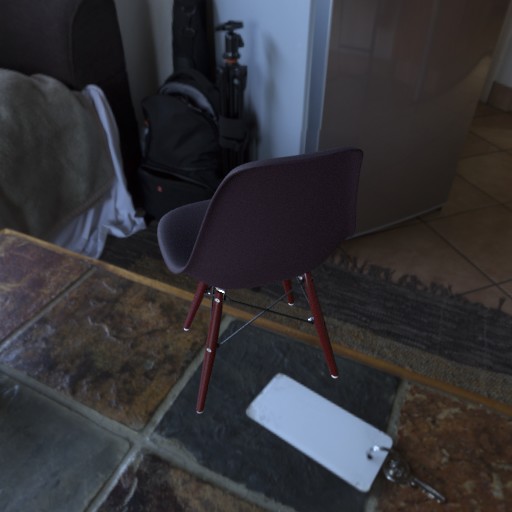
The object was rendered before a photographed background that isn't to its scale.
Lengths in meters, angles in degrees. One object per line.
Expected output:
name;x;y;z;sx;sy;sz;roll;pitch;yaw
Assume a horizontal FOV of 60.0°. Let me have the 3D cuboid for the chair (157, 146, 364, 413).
chair;0.000;0.000;1.154;0.470;0.826;0.533;-12;42;-14
